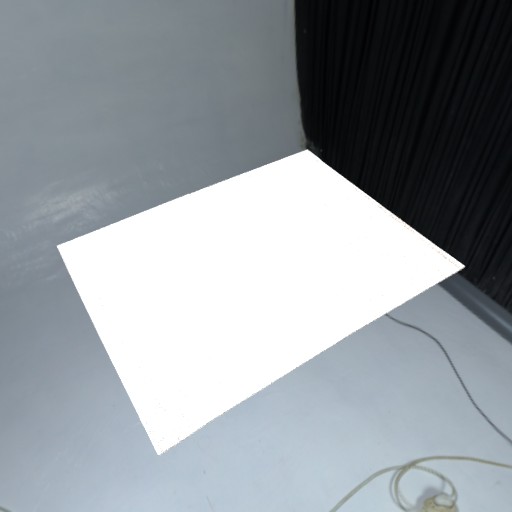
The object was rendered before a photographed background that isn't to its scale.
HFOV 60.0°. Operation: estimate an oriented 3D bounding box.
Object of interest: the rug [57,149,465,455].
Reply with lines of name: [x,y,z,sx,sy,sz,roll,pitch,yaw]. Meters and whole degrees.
rug: [0.000,0.000,5.119,3.778,0.053,2.873,-25,51,-22]
